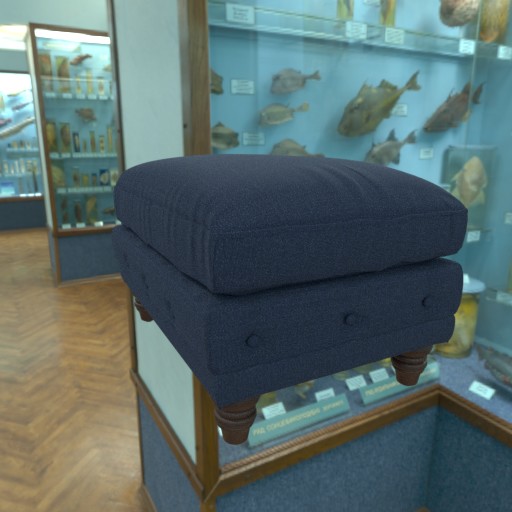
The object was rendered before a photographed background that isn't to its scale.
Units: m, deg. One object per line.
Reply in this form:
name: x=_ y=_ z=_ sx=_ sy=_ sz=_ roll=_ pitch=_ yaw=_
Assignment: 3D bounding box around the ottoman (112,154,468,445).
ottoman: x=0.000 y=0.000 z=1.089 sx=0.558 sy=0.486 sz=0.767 roll=-7 pitch=16 yaw=-26
